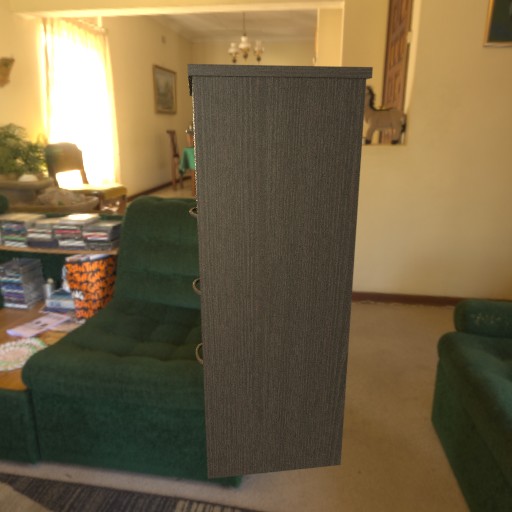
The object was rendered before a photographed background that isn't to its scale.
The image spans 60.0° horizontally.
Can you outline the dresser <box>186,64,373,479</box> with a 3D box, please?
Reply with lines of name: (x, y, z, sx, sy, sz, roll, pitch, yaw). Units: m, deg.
dresser: (0.000, 0.000, 1.384, 0.399, 1.020, 0.704, -2, 17, -7)
